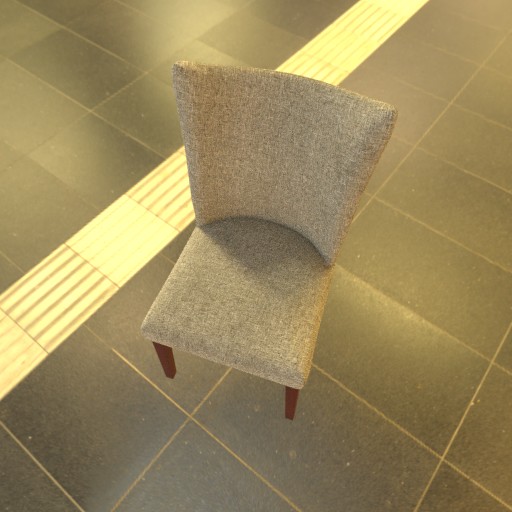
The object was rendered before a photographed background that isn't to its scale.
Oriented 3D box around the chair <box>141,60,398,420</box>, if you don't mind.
[{"bbox_3d":[0.000,0.000,1.299,0.535,0.924,0.623,16,59,10],"label":"chair"}]
